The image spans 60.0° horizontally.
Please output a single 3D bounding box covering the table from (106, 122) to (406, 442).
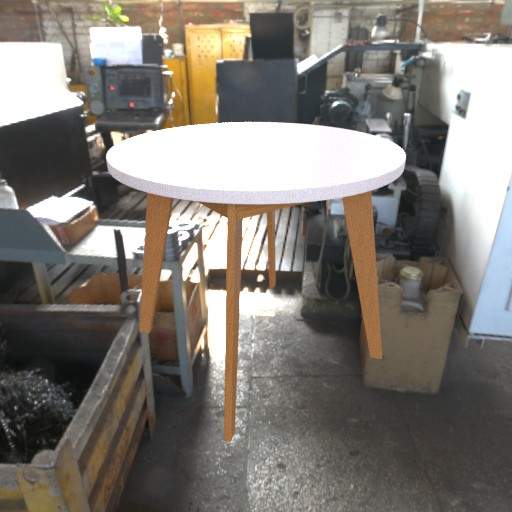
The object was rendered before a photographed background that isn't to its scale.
[{"bbox_3d":[0.000,0.000,1.552,0.896,0.762,0.896,0,26,0],"label":"table"}]
